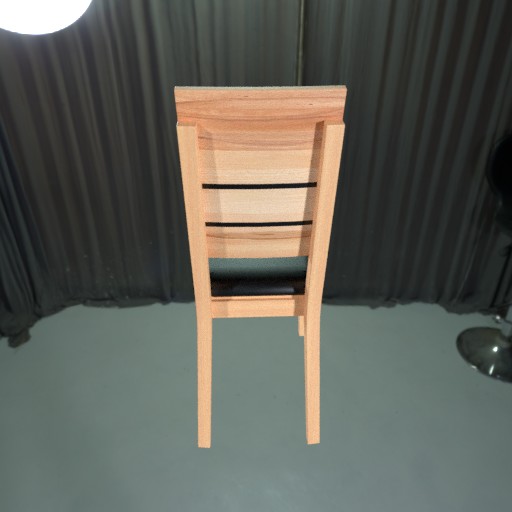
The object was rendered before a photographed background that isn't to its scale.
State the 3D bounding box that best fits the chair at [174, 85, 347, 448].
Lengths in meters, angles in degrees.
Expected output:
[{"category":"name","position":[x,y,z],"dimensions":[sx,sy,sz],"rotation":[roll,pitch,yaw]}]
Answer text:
[{"category":"chair","position":[0.000,0.000,1.202],"dimensions":[0.410,0.940,0.520],"rotation":[-1,30,-2]}]
